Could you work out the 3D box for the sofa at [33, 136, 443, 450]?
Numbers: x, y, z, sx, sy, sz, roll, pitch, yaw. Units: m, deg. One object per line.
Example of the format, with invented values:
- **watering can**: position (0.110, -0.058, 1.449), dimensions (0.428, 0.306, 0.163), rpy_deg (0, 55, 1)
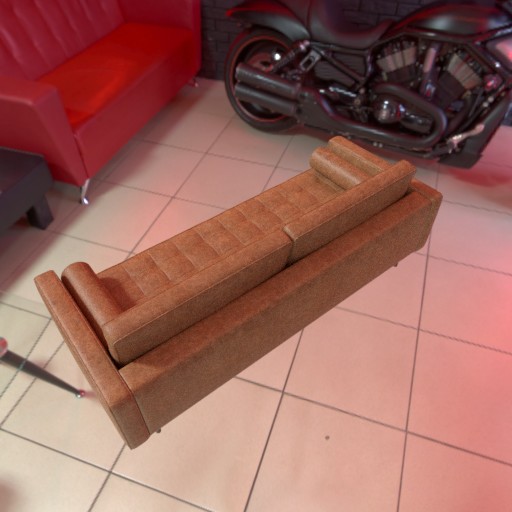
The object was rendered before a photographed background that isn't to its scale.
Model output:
- **sofa**: position (0.000, 0.000, 2.583), dimensions (2.200, 0.770, 0.919), rpy_deg (-30, 53, -25)
